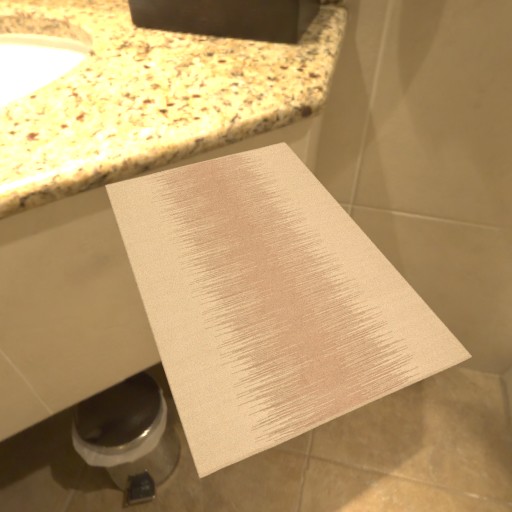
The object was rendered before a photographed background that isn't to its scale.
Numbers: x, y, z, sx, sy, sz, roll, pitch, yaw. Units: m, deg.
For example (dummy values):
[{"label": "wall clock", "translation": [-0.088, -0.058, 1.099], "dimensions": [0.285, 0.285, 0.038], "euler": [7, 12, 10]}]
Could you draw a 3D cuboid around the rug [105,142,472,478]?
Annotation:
[{"label": "rug", "translation": [0.000, 0.000, 2.322], "dimensions": [1.234, 0.006, 1.850], "euler": [-17, 49, -16]}]
